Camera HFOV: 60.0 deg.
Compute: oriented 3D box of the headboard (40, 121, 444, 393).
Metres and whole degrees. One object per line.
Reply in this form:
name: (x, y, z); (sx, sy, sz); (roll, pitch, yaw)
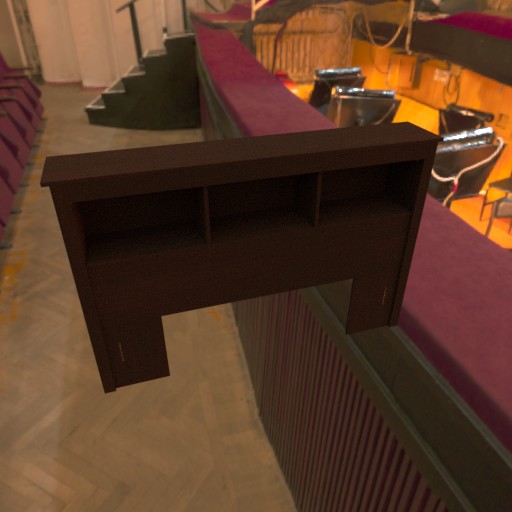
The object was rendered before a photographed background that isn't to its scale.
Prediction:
headboard: (0.000, 0.000, 2.164); (1.671, 1.092, 0.279); (-10, 34, -15)
